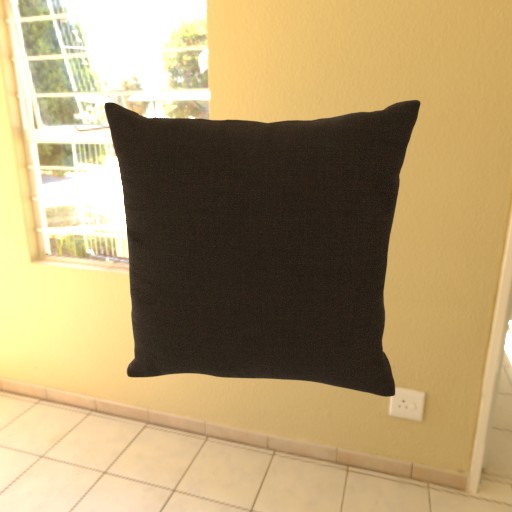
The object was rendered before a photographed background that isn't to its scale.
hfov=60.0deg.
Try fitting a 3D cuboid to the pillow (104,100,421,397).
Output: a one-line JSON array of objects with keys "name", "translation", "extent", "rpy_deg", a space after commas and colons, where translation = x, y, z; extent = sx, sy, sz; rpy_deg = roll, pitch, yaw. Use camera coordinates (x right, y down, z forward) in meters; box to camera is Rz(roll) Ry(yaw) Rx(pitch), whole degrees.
[{"name": "pillow", "translation": [0.000, 0.000, 0.653], "extent": [0.432, 0.432, 0.139], "rpy_deg": [2, 16, 7]}]
